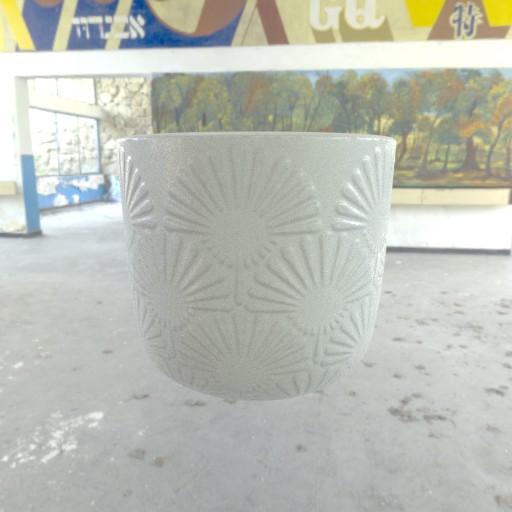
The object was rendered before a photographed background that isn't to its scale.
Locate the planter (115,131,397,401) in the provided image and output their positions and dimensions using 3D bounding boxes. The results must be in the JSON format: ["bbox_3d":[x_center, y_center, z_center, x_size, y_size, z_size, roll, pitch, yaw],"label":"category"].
[{"bbox_3d":[0.000,0.000,0.215,0.124,0.109,0.124,0,12,0],"label":"planter"}]
